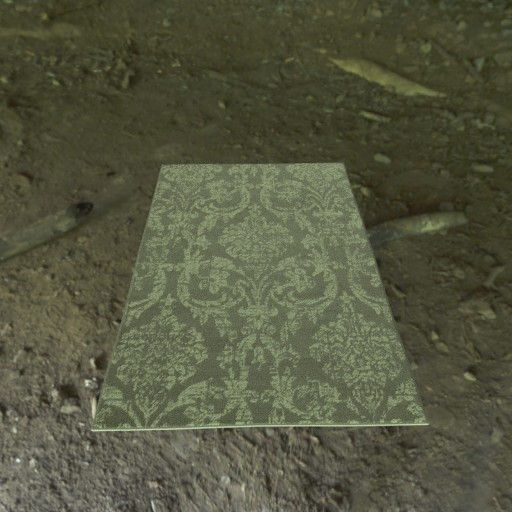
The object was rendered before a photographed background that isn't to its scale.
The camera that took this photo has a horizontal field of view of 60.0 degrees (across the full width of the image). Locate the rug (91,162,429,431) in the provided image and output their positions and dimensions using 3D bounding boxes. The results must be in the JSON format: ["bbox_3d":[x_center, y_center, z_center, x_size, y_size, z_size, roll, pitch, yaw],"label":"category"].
[{"bbox_3d":[0.000,0.000,2.255,1.206,0.012,1.824,-1,42,-1],"label":"rug"}]
